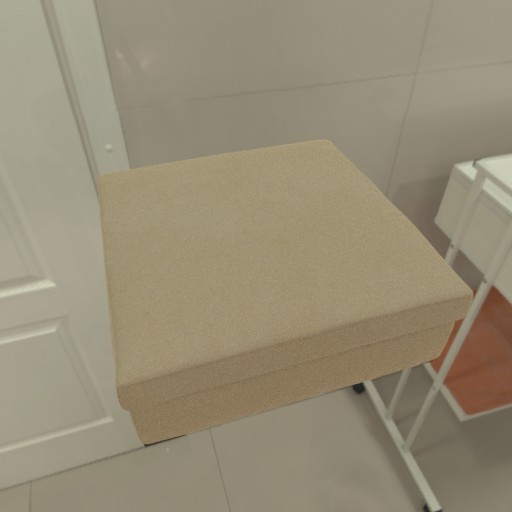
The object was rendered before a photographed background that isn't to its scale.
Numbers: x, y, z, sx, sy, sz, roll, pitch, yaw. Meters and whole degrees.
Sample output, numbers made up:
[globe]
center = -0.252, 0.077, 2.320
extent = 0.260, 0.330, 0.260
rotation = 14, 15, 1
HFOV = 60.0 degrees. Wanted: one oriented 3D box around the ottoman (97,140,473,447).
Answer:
[ottoman]
center = 0.000, 0.000, 1.870
extent = 1.205, 0.522, 1.190
rotation = -12, 43, -13
